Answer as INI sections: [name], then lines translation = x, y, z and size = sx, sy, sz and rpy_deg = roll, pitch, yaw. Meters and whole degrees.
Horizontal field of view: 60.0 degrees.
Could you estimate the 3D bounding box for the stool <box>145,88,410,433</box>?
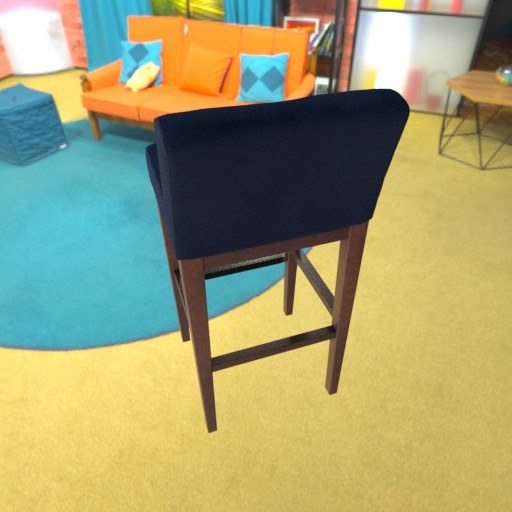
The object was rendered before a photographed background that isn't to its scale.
[stool]
translation = 0.000, 0.000, 1.307
size = 0.511, 1.037, 0.500
rpy_deg = -12, 40, -15
